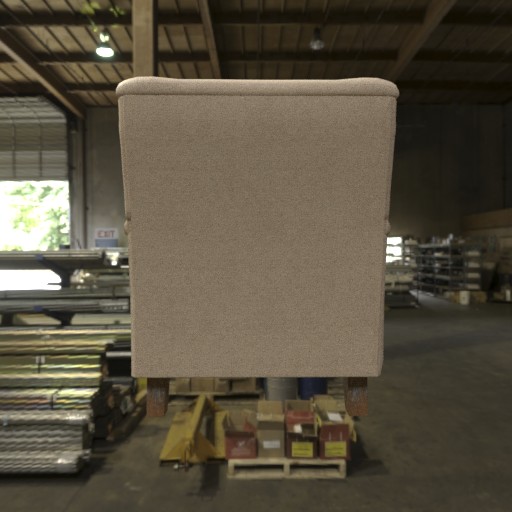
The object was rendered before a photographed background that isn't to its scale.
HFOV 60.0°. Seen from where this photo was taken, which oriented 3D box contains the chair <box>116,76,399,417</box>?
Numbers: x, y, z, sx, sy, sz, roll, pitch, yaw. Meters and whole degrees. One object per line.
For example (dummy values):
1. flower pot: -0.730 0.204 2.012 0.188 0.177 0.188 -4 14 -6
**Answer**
1. chair: 0.000 0.000 1.799 0.879 1.119 0.953 0 1 -1
